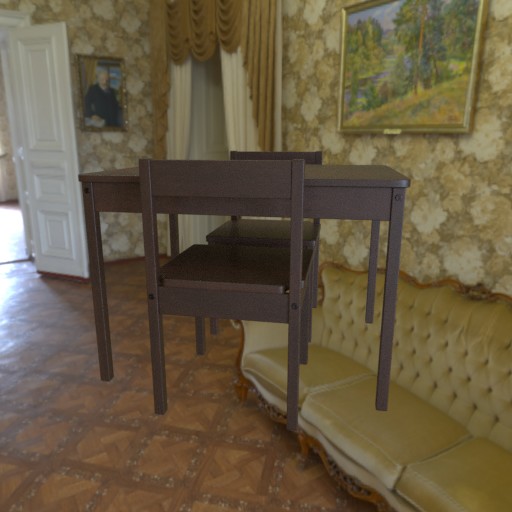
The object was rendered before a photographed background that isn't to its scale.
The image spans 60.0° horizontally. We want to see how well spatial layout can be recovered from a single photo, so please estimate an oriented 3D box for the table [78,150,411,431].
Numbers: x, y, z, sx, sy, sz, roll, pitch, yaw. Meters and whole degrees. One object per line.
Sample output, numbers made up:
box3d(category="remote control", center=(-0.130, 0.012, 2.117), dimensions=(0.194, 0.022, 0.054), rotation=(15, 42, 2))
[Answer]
box3d(category="table", center=(0.000, 0.000, 1.118), dimensions=(0.650, 0.503, 0.672), rotation=(3, 15, 10))
